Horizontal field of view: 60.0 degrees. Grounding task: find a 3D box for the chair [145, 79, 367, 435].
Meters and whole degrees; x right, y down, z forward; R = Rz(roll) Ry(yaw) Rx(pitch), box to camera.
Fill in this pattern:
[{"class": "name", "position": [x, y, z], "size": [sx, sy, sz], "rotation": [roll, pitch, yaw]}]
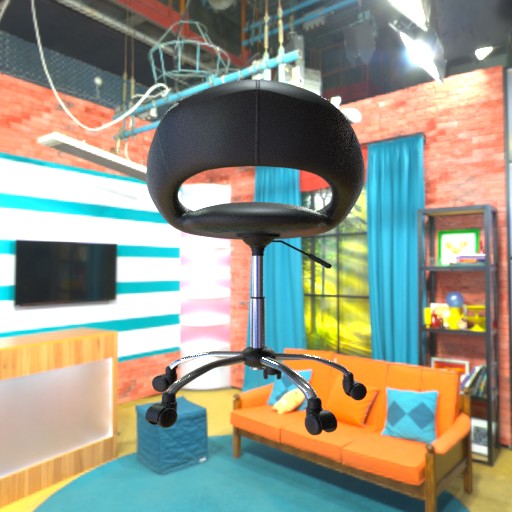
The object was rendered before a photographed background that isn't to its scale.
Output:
[{"class": "chair", "position": [0.000, 0.000, 1.219], "size": [0.612, 0.791, 0.538], "rotation": [0, -2, -1]}]
